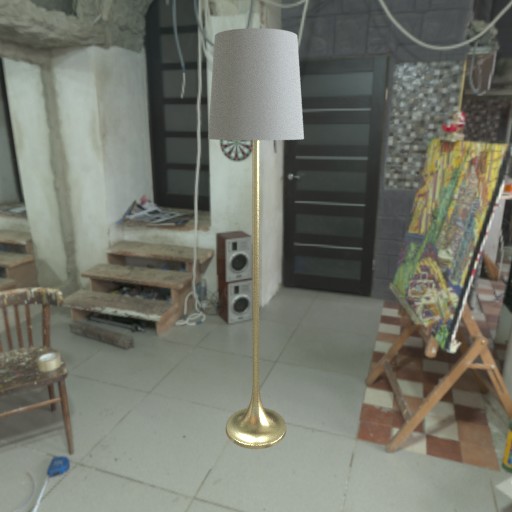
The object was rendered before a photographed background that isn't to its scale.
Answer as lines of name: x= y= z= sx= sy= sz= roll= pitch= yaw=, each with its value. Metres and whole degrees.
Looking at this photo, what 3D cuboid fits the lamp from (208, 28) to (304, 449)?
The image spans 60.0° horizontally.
lamp: x=0.000 y=0.000 z=1.689 sx=0.337 sy=1.543 sz=0.337 roll=0 pitch=16 yaw=0
